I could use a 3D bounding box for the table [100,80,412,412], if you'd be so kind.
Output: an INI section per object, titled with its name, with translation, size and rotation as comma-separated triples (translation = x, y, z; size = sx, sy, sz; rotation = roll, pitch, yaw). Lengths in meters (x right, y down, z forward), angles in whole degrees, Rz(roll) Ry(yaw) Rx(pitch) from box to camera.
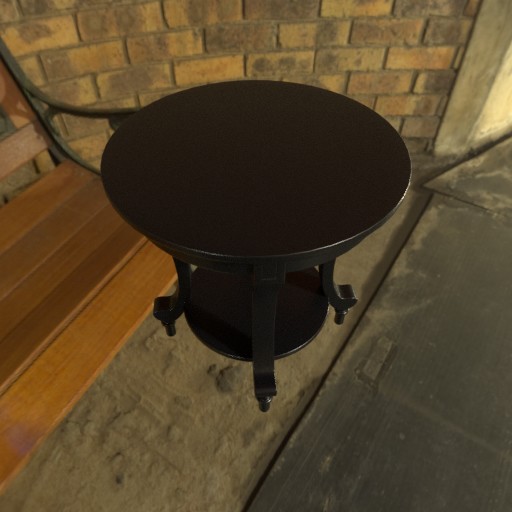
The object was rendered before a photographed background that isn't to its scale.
[table]
translation = 0.000, 0.000, 1.094
size = 0.597, 0.618, 0.597
rotation = 0, 46, 0
